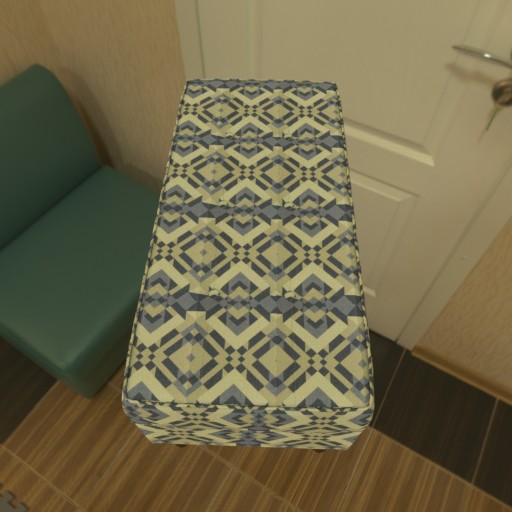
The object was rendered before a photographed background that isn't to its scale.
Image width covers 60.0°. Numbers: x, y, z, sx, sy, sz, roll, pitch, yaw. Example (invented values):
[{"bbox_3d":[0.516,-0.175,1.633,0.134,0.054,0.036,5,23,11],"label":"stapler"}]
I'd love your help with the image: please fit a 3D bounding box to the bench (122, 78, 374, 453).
[{"bbox_3d":[0.000,0.000,1.273,0.492,0.477,1.016,2,55,1],"label":"bench"}]
